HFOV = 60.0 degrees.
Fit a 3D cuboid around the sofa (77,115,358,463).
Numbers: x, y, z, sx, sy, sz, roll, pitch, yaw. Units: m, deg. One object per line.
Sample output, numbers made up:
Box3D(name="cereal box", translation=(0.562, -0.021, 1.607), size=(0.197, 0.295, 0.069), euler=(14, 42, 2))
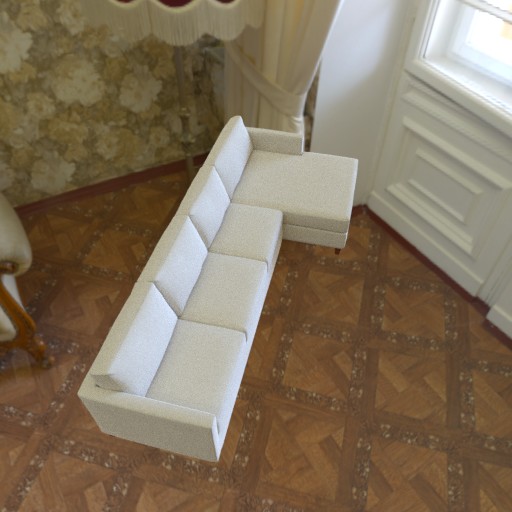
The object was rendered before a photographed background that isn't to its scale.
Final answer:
Box3D(name="sofa", translation=(0.000, 0.000, 4.081), size=(1.599, 0.954, 3.471), euler=(10, 48, 9))
